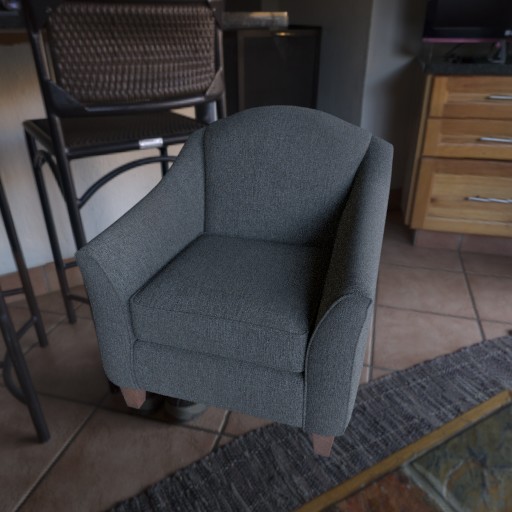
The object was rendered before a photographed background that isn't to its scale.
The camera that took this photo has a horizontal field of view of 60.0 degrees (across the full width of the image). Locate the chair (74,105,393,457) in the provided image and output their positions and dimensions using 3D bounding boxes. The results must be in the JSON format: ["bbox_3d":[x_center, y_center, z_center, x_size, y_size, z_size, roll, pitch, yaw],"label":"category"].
[{"bbox_3d":[0.000,0.000,1.424,0.763,0.839,0.787,8,27,16],"label":"chair"}]
